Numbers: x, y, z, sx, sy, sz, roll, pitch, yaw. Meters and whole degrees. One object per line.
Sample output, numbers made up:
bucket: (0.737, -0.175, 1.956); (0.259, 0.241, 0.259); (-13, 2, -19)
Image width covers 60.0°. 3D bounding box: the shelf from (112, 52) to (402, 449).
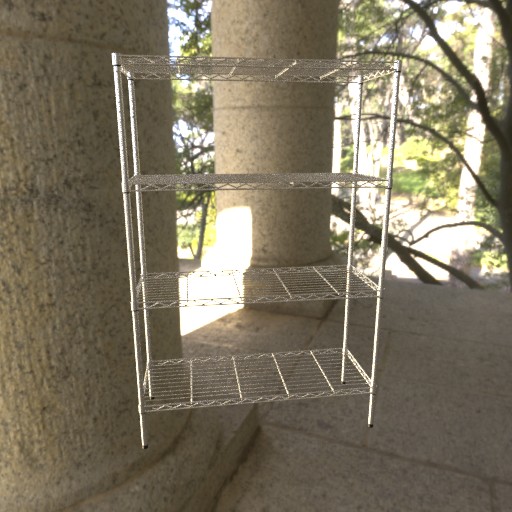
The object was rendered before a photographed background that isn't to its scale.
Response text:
shelf: (0.000, 0.000, 1.700); (0.907, 1.360, 0.352); (-2, 15, -8)
